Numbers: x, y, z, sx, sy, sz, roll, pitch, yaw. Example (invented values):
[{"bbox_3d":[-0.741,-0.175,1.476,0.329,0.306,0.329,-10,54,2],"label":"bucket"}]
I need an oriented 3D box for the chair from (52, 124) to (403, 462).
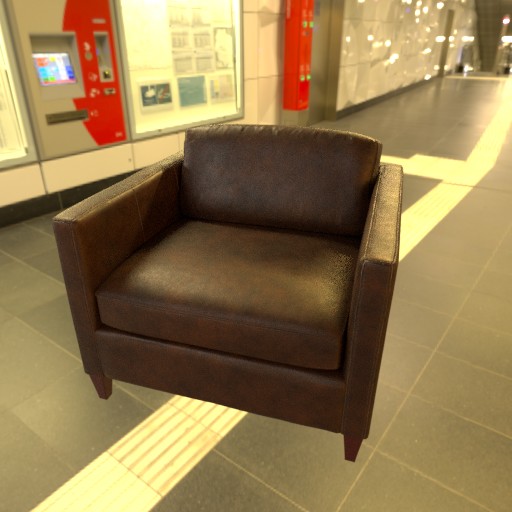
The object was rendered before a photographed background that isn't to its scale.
[{"bbox_3d":[0.000,0.000,1.678,0.990,0.864,0.975,8,27,15],"label":"chair"}]
